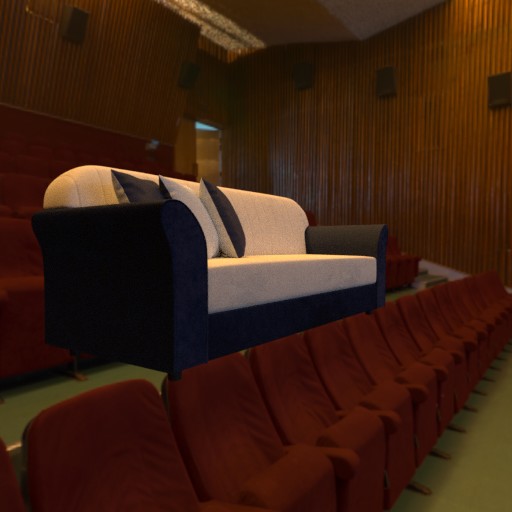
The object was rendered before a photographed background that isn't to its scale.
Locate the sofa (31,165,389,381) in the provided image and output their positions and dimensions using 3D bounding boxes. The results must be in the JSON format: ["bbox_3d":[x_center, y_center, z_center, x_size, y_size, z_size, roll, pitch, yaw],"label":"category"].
[{"bbox_3d":[0.000,0.000,2.347,0.749,0.789,2.006,1,1,35],"label":"sofa"}]
